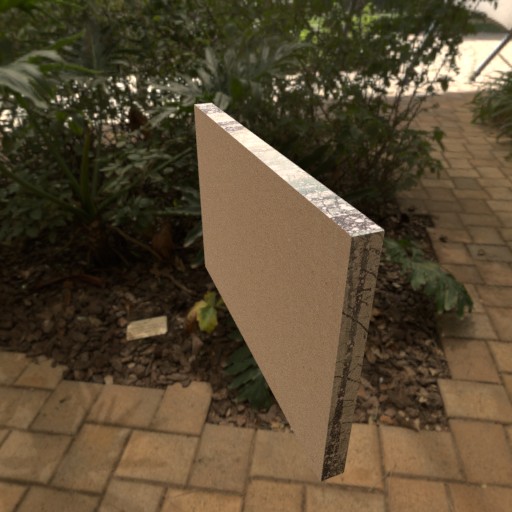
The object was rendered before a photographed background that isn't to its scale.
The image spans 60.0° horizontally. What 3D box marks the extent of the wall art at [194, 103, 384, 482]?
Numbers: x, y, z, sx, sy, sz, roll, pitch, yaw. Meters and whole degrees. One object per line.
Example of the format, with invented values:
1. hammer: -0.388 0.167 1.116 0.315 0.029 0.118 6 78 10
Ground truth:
1. wall art: 0.000 0.000 0.782 0.042 0.398 0.618 -11 33 -18
